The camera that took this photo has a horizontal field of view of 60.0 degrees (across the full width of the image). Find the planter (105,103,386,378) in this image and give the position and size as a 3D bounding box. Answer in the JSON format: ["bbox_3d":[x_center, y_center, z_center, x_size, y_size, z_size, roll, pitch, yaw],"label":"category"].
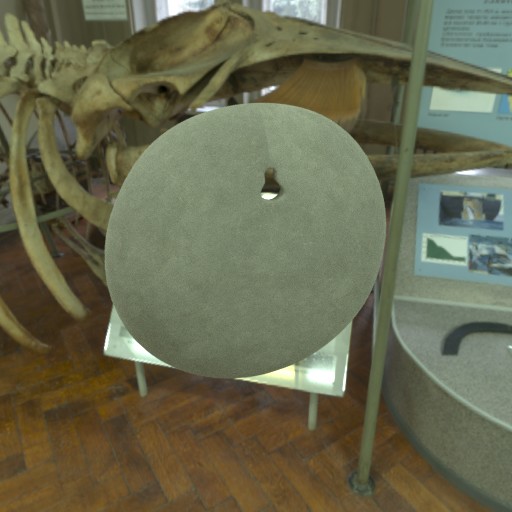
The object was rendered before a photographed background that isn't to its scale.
[{"bbox_3d":[0.000,0.000,0.286,0.185,0.188,0.071,-8,27,-16],"label":"planter"}]
